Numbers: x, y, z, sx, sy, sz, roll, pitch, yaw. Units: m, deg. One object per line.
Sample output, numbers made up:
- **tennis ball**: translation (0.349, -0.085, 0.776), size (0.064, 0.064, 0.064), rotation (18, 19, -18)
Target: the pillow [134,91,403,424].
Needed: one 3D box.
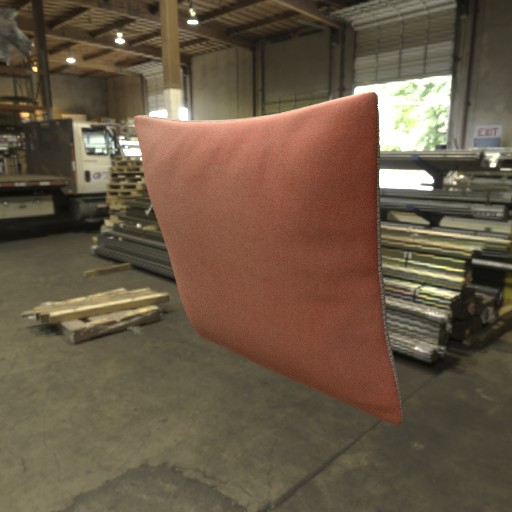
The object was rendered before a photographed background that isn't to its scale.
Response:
- **pillow**: translation (0.000, 0.000, 0.636), size (0.424, 0.401, 0.177), rotation (13, 18, 43)
